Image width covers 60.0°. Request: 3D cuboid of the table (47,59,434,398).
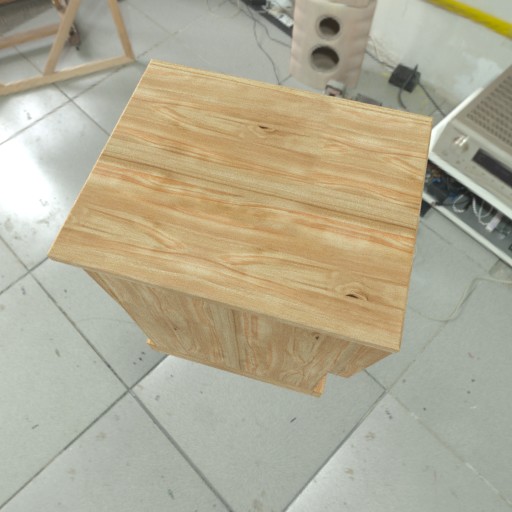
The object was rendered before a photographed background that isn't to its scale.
[{"bbox_3d":[0.000,0.000,0.870,0.530,0.515,0.380,14,66,7],"label":"table"}]
